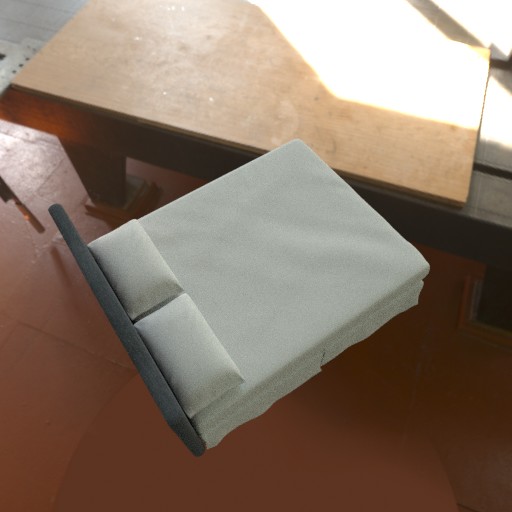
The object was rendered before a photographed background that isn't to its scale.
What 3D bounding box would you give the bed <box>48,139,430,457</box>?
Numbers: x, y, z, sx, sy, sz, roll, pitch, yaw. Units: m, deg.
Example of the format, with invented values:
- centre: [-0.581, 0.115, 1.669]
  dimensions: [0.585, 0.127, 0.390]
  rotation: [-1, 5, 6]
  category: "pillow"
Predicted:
- centre: [0.000, 0.000, 4.059]
  dimensions: [2.689, 1.457, 2.161]
  rotation: [-31, 64, -17]
  category: "bed"
